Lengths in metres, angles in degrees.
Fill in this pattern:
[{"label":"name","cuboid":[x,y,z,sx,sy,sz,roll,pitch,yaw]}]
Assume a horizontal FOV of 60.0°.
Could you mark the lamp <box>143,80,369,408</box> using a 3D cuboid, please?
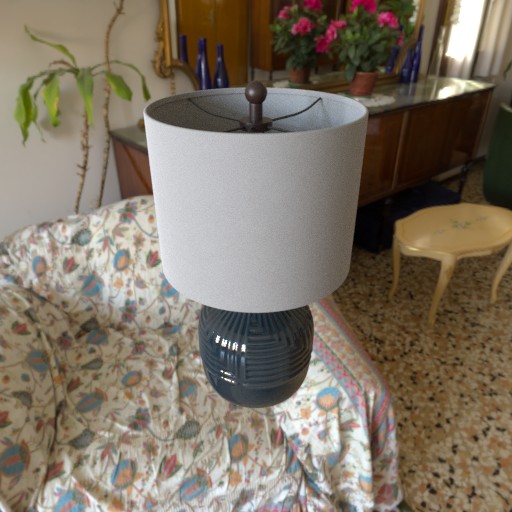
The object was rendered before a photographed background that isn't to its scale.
[{"label":"lamp","cuboid":[0.000,0.000,0.763,0.318,0.567,0.318,0,30,0]}]
